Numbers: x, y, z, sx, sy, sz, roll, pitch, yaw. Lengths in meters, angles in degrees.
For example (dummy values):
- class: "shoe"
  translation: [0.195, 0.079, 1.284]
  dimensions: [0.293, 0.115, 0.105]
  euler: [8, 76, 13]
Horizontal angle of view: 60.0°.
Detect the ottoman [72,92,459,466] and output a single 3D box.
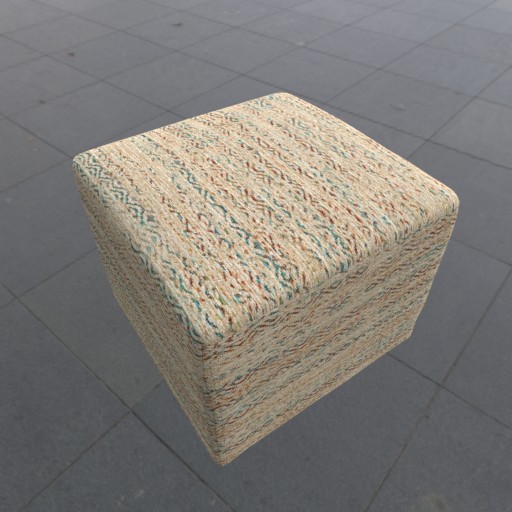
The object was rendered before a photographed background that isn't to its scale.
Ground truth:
- class: "ottoman"
  translation: [0.000, 0.000, 0.913]
  dimensions: [0.521, 0.453, 0.512]
  euler: [-26, 50, -24]
